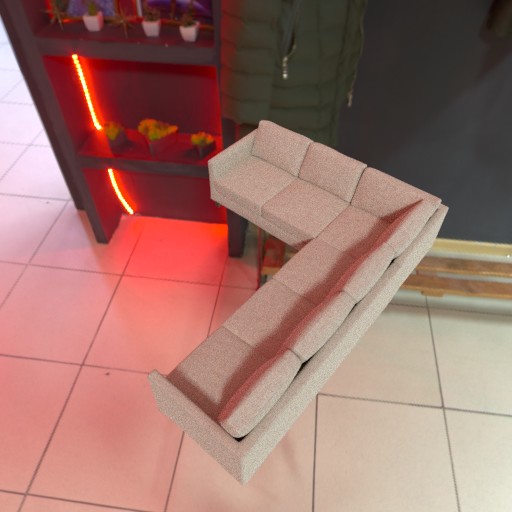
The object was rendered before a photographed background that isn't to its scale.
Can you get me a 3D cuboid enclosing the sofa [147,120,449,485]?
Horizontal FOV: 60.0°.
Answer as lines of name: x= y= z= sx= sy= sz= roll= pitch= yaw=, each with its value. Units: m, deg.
sofa: x=0.000 y=0.000 z=4.328 sx=2.432 sy=0.863 sz=3.182 roll=32 pitch=55 yaw=26
